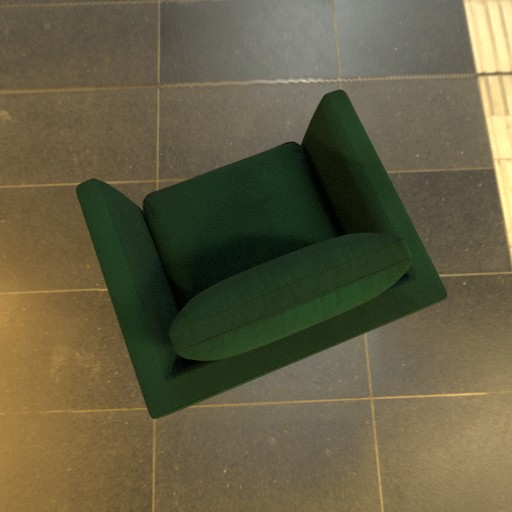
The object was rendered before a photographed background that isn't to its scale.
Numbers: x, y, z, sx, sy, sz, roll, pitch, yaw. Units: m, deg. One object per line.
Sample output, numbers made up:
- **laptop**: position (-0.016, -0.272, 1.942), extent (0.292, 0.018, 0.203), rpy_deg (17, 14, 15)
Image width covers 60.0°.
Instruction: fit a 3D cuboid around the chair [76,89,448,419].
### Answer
- **chair**: position (0.000, 0.000, 1.745), extent (1.047, 0.997, 0.852), rpy_deg (-21, 77, -5)
